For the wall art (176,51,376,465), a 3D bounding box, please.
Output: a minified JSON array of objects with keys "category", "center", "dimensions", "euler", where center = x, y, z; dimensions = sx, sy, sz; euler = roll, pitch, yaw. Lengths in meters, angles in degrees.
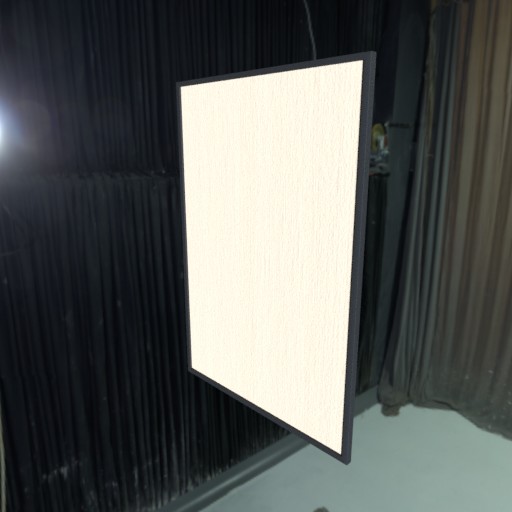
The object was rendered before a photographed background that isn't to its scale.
[{"category":"wall art","center":[0.000,0.000,0.841],"dimensions":[0.013,0.657,0.457],"euler":[-14,20,-43]}]
